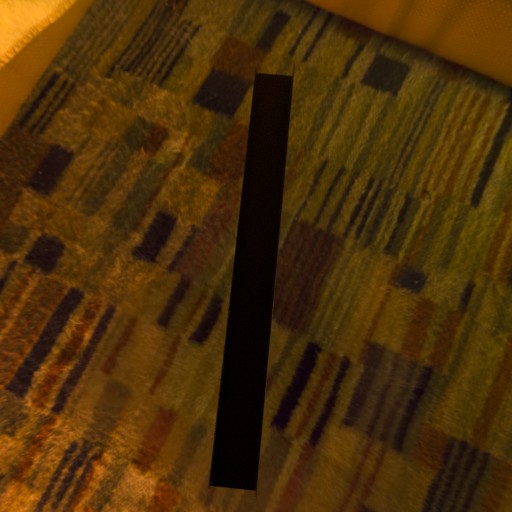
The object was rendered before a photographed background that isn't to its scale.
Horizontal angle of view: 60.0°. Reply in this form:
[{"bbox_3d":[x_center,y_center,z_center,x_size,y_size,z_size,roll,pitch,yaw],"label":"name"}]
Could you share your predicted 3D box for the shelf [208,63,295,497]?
[{"bbox_3d":[0.000,0.000,0.948,0.092,0.049,0.924,5,77,1],"label":"shelf"}]
